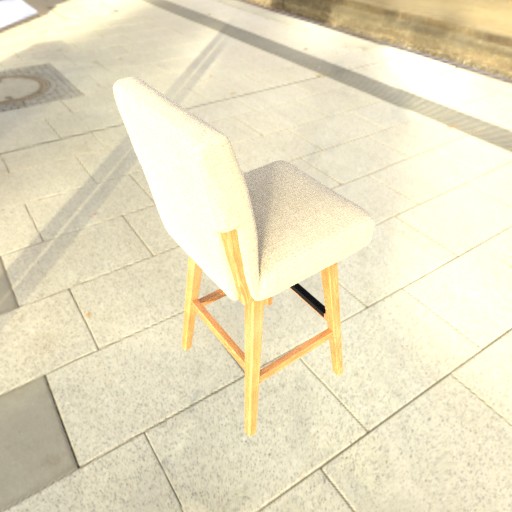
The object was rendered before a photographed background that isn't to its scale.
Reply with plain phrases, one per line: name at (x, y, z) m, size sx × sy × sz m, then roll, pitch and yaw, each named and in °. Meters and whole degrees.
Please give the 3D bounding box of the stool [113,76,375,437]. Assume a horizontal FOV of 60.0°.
stool at (0.000, 0.000, 1.407) m, size 0.569 × 1.106 × 0.483 m, roll -25°, pitch 46°, yaw -27°
